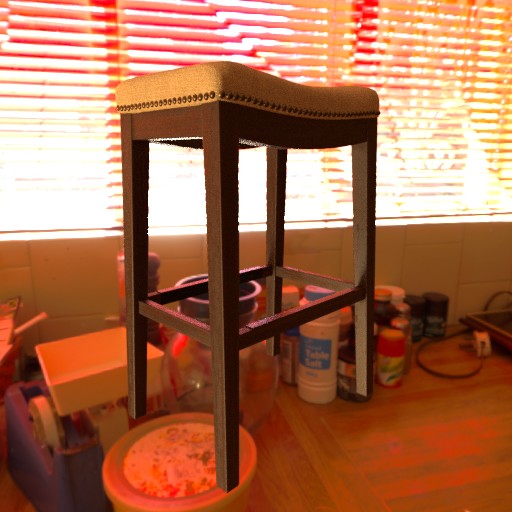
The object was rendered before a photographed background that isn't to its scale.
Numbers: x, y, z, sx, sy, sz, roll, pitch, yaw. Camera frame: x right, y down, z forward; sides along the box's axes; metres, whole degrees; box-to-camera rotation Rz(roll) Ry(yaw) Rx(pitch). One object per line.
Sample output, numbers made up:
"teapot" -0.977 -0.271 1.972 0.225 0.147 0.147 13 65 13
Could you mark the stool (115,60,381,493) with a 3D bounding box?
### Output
"stool" 0.000 0.000 1.034 0.509 0.768 0.363 -12 18 -43
